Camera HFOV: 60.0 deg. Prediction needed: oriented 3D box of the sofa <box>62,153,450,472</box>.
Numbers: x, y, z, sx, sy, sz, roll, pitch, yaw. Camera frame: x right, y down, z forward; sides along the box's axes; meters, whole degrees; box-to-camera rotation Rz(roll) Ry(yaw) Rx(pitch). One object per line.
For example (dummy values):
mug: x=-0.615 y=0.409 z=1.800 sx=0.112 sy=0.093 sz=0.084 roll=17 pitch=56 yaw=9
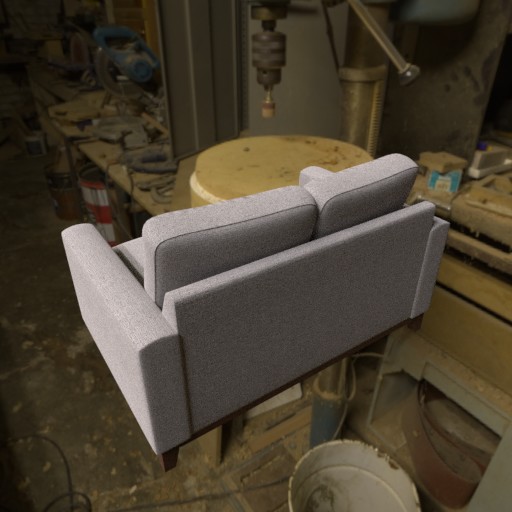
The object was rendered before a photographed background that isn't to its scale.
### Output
sofa: x=0.000 y=0.000 z=1.976 sx=1.420 sy=0.873 sz=0.917 roll=-19 pitch=36 yaw=-29
